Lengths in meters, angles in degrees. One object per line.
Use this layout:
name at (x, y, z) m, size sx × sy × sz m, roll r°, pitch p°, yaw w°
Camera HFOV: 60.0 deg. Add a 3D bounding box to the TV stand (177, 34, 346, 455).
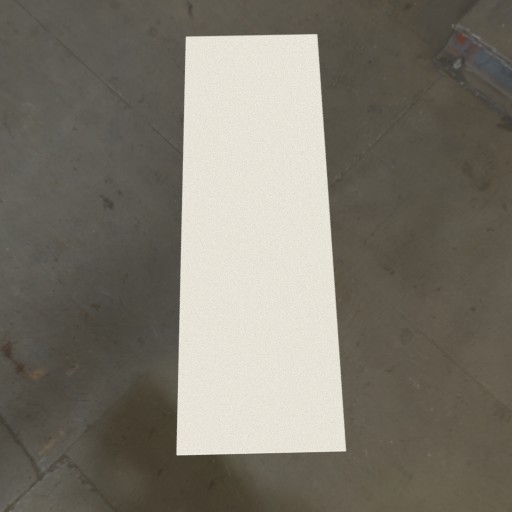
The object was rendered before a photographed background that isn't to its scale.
TV stand at (0.000, 0.000, 1.606) m, size 0.406 × 0.812 × 1.193 m, roll -1°, pitch 75°, yaw 0°
